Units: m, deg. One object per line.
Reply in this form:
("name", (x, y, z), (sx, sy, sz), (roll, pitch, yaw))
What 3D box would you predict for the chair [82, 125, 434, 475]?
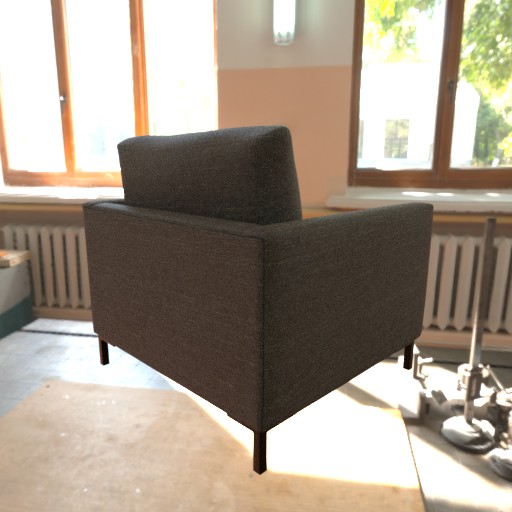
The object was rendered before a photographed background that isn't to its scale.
("chair", (0.000, 0.000, 1.575), (0.845, 0.841, 0.940), (-12, 18, -43))
